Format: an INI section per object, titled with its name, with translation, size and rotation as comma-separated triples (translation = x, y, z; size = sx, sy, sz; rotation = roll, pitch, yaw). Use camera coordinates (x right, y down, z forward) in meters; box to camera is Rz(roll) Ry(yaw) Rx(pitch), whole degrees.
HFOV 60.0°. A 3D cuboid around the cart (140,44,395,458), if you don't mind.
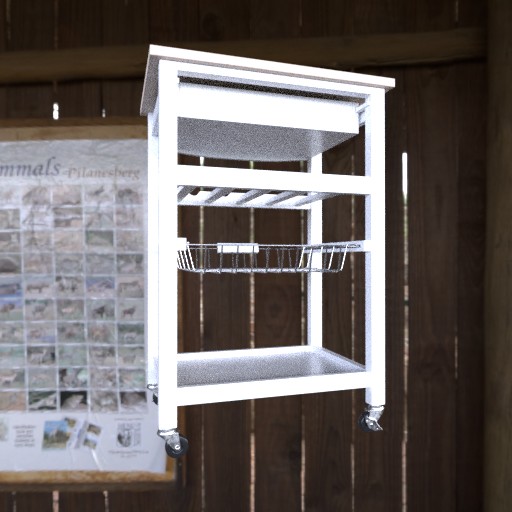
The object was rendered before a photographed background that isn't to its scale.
[cart]
translation = 0.000, 0.000, 1.178
size = 0.578, 0.857, 0.406
rotation = 0, 0, -17
